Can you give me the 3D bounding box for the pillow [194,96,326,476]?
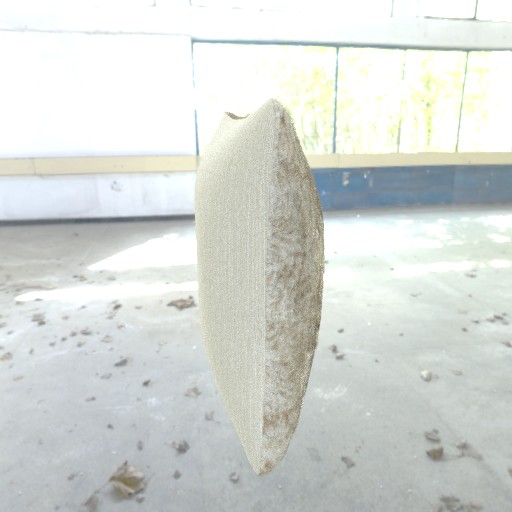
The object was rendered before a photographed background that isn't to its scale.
[{"bbox_3d":[0.000,0.000,0.810,0.216,0.525,0.538,-3,16,-9],"label":"pillow"}]
